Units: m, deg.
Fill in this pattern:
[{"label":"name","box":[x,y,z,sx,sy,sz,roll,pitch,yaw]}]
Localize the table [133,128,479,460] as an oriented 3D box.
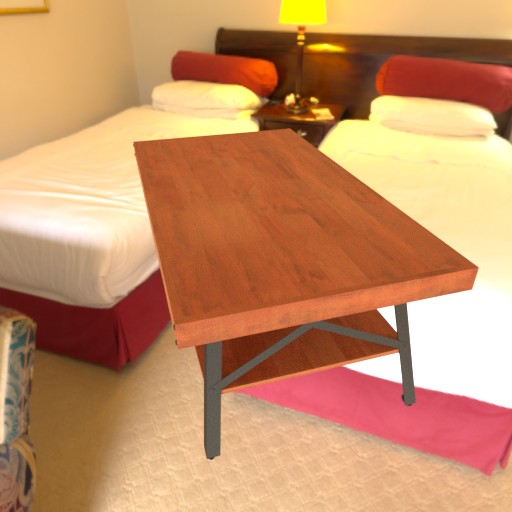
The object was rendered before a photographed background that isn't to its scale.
[{"label":"table","box":[0.000,0.000,1.364,0.610,0.457,1.067,-9,32,-14]}]
